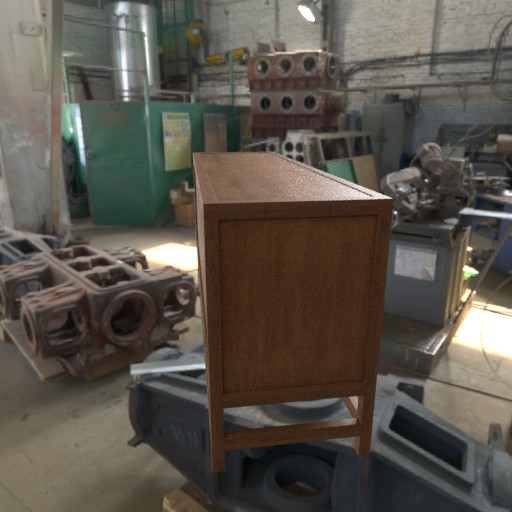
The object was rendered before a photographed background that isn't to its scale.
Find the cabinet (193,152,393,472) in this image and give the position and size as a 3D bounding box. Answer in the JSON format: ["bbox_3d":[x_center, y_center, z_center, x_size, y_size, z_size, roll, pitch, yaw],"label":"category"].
[{"bbox_3d":[0.000,0.000,2.059,0.522,0.820,1.708,-3,17,-8],"label":"cabinet"}]
